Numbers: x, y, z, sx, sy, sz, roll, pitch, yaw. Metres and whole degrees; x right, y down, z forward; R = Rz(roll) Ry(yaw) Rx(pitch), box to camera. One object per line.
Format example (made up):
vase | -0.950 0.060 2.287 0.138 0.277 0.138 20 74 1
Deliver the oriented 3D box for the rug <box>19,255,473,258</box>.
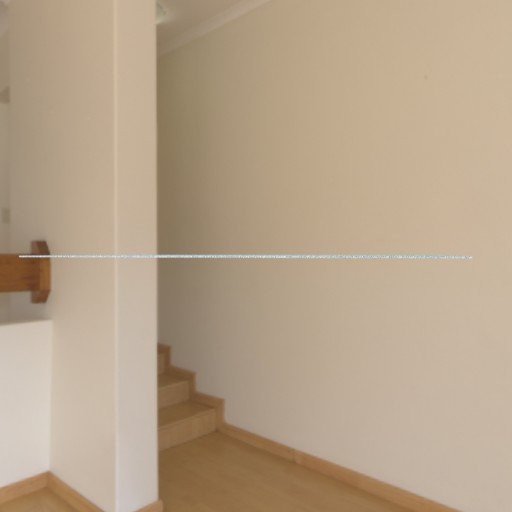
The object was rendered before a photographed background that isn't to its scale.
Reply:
rug | 0.000 0.000 2.163 1.752 0.006 1.142 0 0 18
